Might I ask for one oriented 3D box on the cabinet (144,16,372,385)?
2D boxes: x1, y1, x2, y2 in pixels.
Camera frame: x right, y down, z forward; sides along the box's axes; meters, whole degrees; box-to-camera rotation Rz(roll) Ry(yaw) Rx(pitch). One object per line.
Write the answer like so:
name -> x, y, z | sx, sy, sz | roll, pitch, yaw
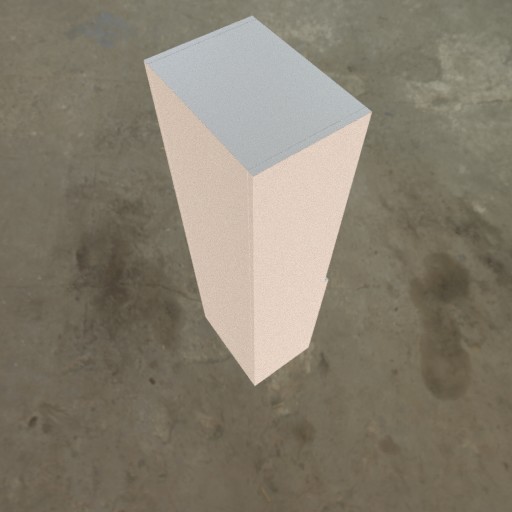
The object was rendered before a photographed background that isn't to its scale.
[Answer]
cabinet -> 0.000, 0.000, 1.477 | 0.300, 1.350, 0.400 | -32, 64, -18
